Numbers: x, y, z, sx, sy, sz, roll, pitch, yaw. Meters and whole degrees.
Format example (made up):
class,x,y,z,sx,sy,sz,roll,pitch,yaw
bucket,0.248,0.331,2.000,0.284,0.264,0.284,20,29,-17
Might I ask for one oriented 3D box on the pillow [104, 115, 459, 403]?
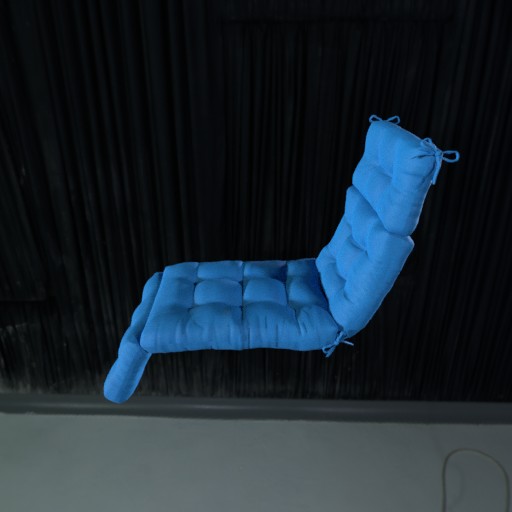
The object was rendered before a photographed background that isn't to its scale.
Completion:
class,x,y,z,sx,sy,sz,roll,pitch,yaw
pillow,0.000,0.000,1.493,1.016,0.863,0.526,0,26,-1
